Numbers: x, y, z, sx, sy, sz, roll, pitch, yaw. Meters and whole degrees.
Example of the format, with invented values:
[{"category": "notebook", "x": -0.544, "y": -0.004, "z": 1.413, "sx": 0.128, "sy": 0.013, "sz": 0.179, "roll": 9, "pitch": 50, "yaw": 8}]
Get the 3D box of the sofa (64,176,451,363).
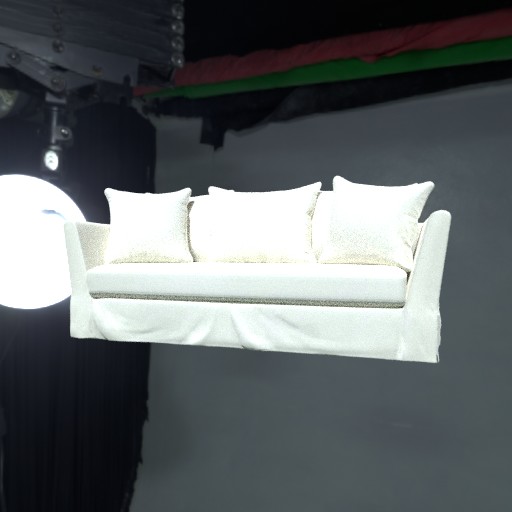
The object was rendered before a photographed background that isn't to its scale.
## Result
[{"category": "sofa", "x": 0.000, "y": 0.000, "z": 2.952, "sx": 2.290, "sy": 1.034, "sz": 1.031, "roll": 0, "pitch": 1, "yaw": 18}]
